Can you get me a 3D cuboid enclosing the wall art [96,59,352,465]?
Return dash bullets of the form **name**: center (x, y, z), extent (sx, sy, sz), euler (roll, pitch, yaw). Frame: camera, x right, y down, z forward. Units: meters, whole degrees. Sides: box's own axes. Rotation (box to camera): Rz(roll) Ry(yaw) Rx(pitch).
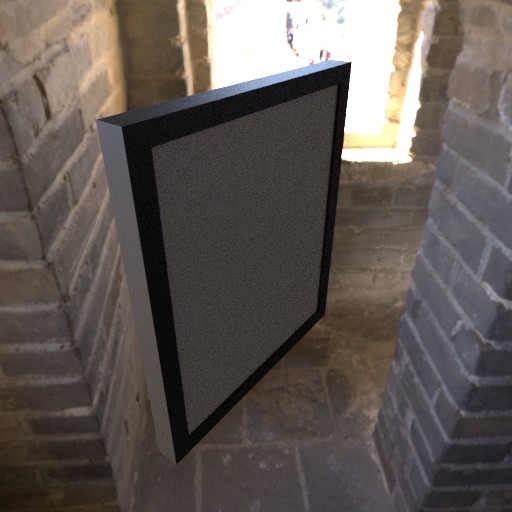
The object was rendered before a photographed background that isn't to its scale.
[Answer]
- **wall art**: center (0.000, 0.000, 0.515), extent (0.029, 0.381, 0.330), euler (22, 39, 31)
